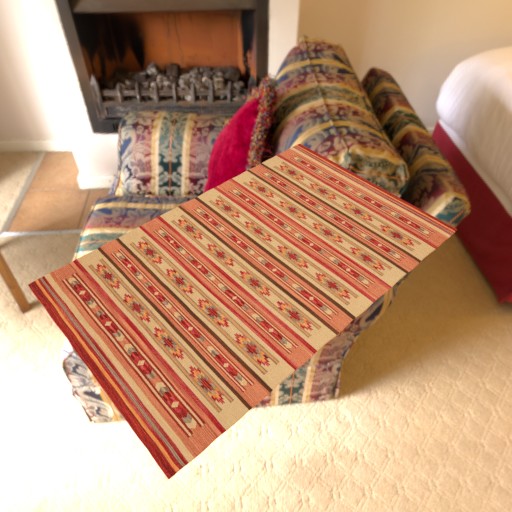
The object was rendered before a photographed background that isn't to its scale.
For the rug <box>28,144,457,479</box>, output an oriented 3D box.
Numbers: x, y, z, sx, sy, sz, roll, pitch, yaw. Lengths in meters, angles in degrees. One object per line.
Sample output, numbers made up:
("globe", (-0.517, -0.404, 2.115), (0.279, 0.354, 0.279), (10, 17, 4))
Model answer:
("rug", (0.000, 0.000, 2.921), (2.431, 0.010, 1.535), (-33, 54, -28))
